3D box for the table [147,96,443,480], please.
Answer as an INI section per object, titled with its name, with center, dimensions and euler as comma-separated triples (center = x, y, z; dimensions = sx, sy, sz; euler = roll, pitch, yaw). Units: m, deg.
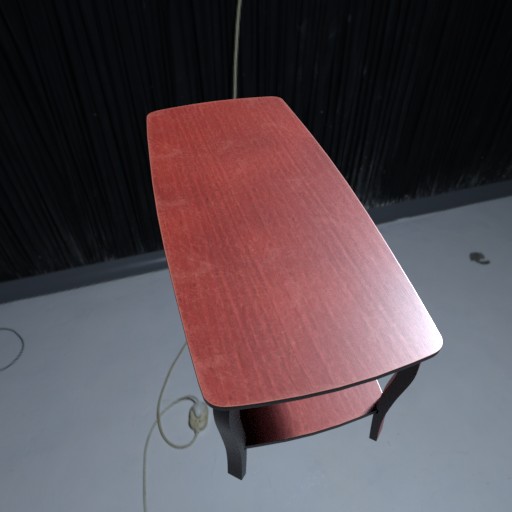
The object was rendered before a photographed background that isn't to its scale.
[table]
center = 0.000, 0.000, 1.434
dimensions = 0.561, 0.473, 1.216
euler = -11, 47, -11
